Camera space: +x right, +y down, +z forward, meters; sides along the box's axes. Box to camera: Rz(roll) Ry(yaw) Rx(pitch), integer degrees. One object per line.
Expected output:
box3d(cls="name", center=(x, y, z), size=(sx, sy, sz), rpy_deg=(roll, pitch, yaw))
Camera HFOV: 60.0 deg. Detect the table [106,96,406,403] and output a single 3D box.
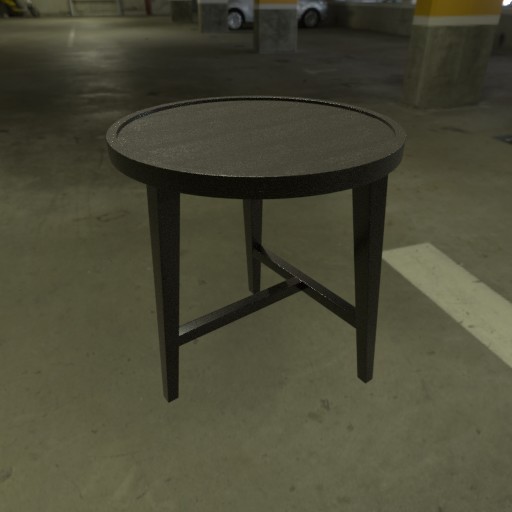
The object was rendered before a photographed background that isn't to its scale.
box3d(cls="table", center=(0.000, 0.000, 0.905), size=(0.500, 0.531, 0.500), rpy_deg=(0, 31, 0))
